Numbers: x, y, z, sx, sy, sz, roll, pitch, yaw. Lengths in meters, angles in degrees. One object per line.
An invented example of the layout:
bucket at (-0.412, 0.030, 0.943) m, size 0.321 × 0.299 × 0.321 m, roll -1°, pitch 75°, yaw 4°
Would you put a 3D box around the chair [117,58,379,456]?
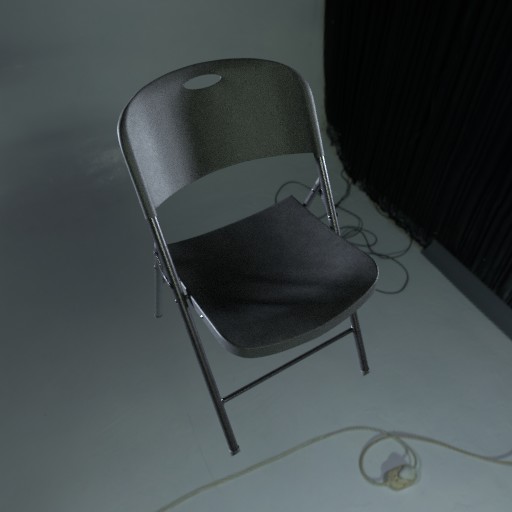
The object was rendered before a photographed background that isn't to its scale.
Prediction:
chair at (0.000, 0.000, 1.161) m, size 0.494 × 0.810 × 0.566 m, roll -23°, pitch 50°, yaw -21°
